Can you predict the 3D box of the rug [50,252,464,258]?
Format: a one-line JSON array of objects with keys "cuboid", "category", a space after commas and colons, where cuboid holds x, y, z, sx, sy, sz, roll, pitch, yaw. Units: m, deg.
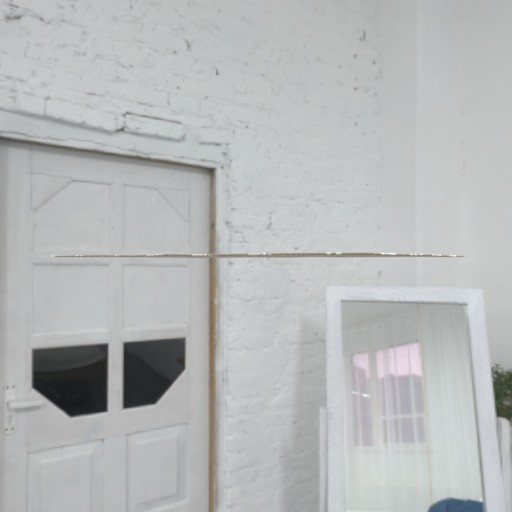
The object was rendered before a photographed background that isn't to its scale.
[{"cuboid": [0.000, 0.000, 4.479, 3.419, 0.020, 2.441, 0, -1, 36], "category": "rug"}]
